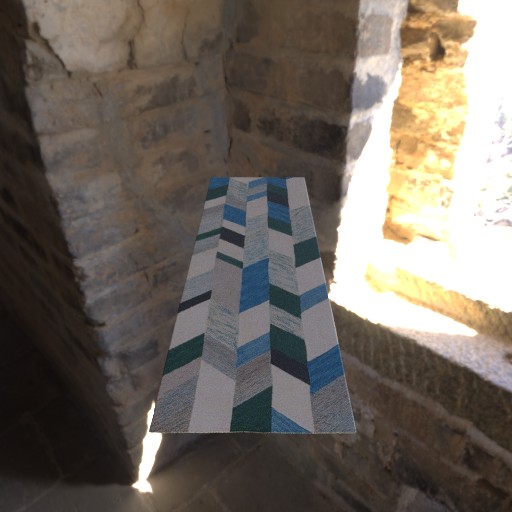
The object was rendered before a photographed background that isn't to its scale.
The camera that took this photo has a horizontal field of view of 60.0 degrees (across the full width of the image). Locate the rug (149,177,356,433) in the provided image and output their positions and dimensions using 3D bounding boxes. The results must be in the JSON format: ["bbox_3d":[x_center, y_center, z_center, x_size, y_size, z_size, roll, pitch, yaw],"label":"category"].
[{"bbox_3d":[0.000,0.000,2.654,0.774,0.008,2.437,0,32,1],"label":"rug"}]
